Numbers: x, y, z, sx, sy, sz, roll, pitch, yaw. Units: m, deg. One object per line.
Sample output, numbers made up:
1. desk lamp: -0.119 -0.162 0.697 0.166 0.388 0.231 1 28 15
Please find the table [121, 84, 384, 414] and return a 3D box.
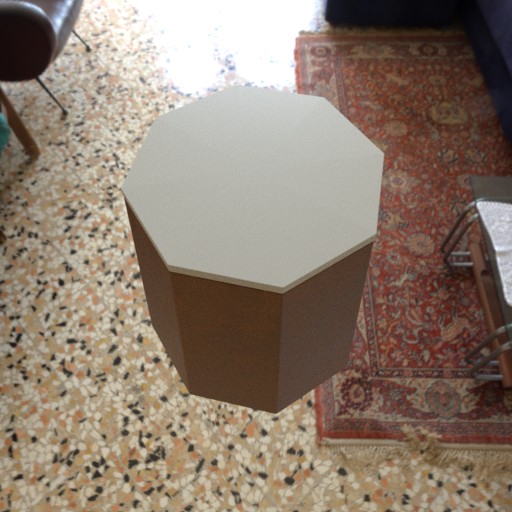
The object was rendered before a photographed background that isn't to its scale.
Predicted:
1. table: 0.000 0.000 0.810 0.439 0.457 0.439 -30 63 -17
